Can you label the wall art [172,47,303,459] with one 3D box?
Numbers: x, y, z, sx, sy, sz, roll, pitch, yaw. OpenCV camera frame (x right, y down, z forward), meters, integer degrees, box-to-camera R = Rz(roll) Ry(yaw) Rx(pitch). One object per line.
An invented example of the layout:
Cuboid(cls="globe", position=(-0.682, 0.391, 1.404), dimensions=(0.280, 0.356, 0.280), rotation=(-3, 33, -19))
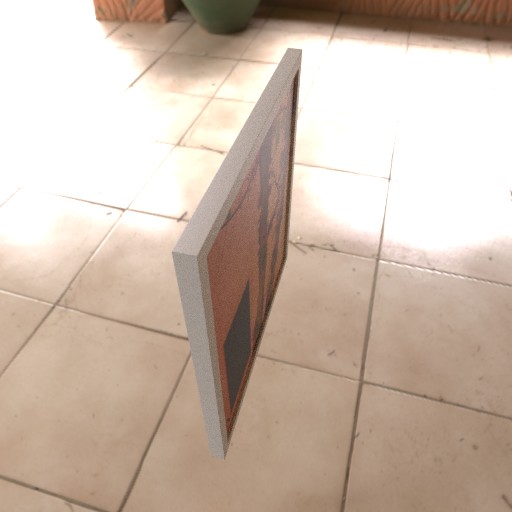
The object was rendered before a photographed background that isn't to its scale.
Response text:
Cuboid(cls="wall art", position=(0.000, 0.000, 1.146), dimensions=(0.038, 0.762, 0.762), rotation=(11, 47, 11))
